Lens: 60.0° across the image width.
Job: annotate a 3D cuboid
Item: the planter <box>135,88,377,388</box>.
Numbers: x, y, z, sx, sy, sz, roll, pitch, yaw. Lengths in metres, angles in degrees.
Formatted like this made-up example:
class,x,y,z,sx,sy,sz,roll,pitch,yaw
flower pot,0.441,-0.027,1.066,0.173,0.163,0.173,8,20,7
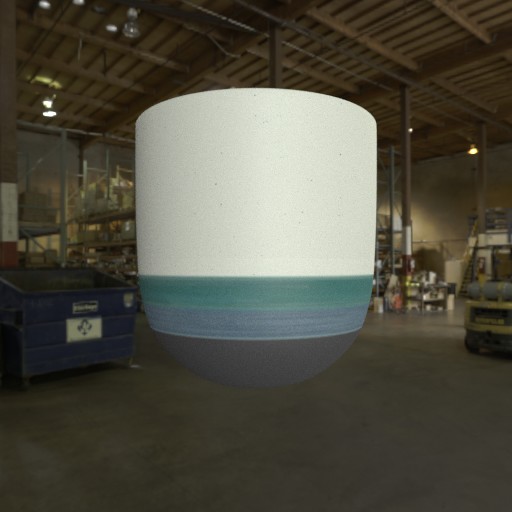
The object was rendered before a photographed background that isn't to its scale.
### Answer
class,x,y,z,sx,sy,sz,roll,pitch,yaw
planter,0.000,0.000,0.386,0.204,0.214,0.204,0,-1,0
